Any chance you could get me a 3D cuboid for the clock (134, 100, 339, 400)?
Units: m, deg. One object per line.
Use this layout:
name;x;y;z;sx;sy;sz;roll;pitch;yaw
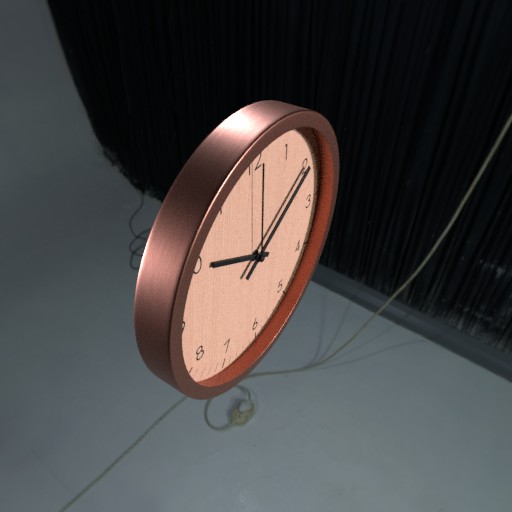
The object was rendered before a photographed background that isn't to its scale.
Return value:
clock;0.000;0.000;0.474;0.040;0.313;0.313;24;47;24
